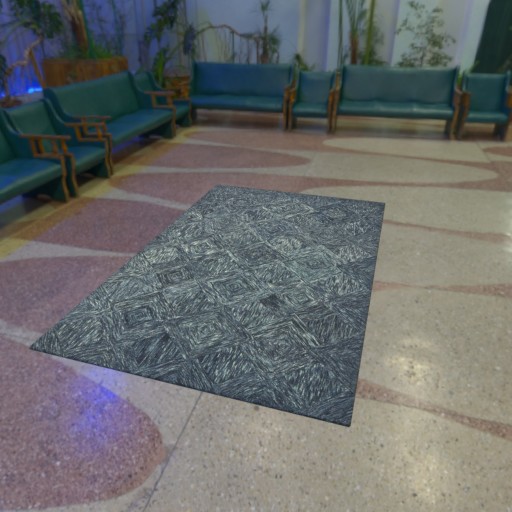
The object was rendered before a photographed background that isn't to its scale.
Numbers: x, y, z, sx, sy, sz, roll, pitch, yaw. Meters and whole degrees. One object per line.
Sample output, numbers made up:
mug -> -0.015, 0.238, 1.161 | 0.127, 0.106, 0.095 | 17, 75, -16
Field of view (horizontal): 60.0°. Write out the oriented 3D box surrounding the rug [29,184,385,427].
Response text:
rug -> 0.000, 0.000, 2.833 | 1.478, 0.017, 2.330 | 9, 30, 15
